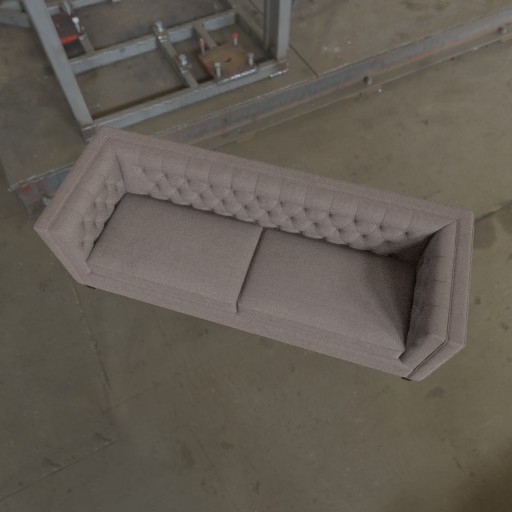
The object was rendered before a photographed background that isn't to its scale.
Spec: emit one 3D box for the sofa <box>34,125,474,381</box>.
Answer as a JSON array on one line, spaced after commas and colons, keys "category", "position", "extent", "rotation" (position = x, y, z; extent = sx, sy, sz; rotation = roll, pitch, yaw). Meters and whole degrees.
[{"category": "sofa", "position": [0.000, 0.000, 2.611], "extent": [2.159, 0.762, 0.775], "rotation": [15, 61, 8]}]
